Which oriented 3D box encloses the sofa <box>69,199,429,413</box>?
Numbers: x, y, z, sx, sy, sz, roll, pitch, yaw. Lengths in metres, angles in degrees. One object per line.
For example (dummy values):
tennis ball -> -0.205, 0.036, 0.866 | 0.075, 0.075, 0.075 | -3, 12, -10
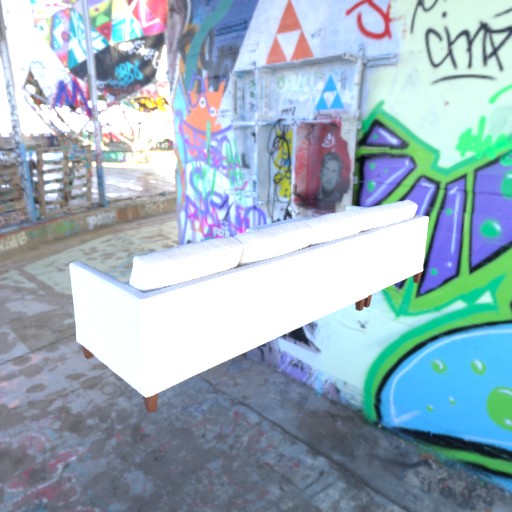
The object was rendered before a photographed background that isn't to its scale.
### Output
sofa -> 0.000, 0.000, 3.919 | 3.186, 0.861, 1.625 | -15, 22, -41
